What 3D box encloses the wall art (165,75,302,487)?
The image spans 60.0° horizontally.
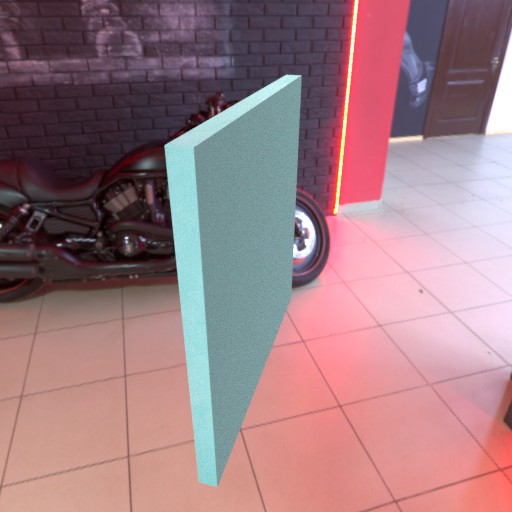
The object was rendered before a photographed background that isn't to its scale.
[{"bbox_3d":[0.000,0.000,0.887,0.036,0.603,0.603,8,30,14],"label":"wall art"}]
